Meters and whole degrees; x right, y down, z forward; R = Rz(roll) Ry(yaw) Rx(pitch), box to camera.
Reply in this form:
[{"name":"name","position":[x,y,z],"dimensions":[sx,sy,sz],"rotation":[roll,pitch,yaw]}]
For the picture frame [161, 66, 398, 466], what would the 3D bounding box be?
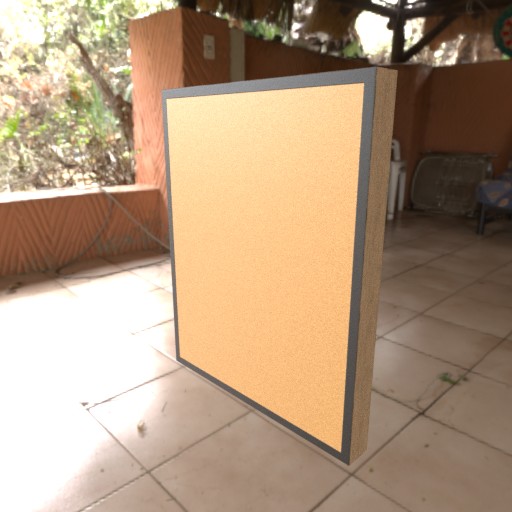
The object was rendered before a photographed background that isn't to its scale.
[{"name":"picture frame","position":[0.000,0.000,0.716],"dimensions":[0.046,0.526,0.421],"rotation":[-15,22,-43]}]
